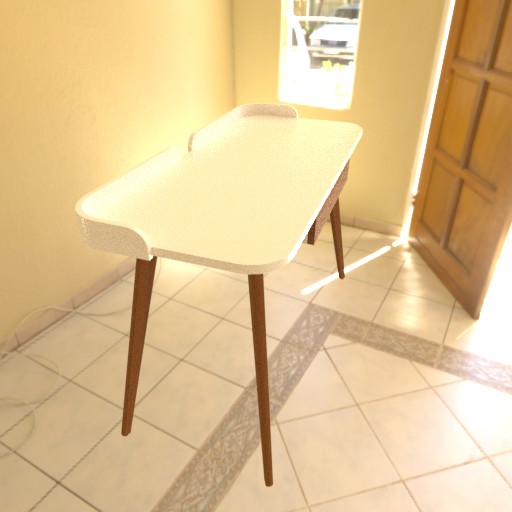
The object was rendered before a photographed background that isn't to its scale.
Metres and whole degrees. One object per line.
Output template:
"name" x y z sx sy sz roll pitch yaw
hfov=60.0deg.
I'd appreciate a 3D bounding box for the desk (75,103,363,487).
"desk" 0.000 0.000 1.617 0.534 0.807 1.206 11 33 17
